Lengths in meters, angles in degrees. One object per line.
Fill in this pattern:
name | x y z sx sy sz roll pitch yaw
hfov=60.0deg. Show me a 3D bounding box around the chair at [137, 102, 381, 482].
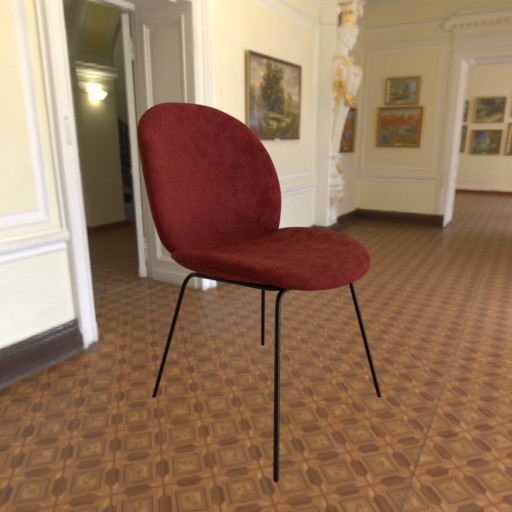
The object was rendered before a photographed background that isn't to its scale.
chair | 0.000 0.000 1.164 0.587 0.791 0.458 14 20 42
